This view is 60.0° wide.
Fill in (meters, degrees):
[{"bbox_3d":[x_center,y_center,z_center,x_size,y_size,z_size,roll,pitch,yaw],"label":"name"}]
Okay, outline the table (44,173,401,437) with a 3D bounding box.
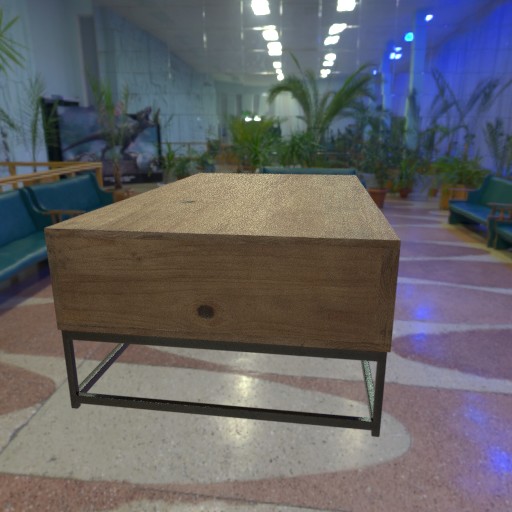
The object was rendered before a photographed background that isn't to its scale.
[{"bbox_3d":[0.000,0.000,1.367,0.655,0.395,1.101,2,16,8],"label":"table"}]
